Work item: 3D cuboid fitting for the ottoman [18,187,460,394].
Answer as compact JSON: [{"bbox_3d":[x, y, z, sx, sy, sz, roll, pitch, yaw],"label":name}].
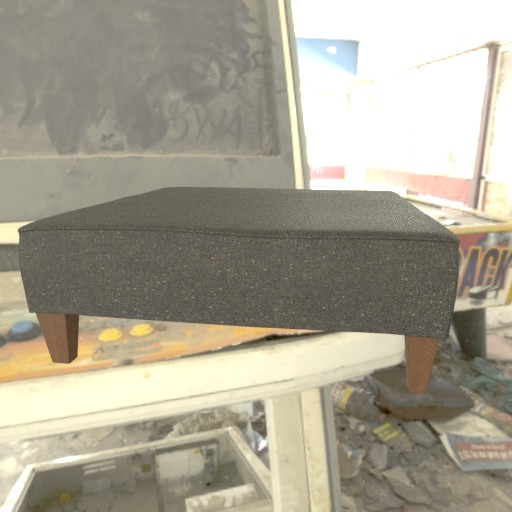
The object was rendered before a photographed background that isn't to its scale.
[{"bbox_3d":[0.000,0.000,1.463,1.004,0.382,0.968,2,14,9],"label":"ottoman"}]
